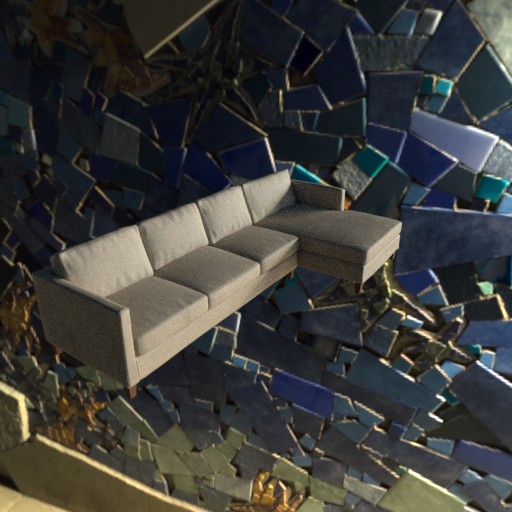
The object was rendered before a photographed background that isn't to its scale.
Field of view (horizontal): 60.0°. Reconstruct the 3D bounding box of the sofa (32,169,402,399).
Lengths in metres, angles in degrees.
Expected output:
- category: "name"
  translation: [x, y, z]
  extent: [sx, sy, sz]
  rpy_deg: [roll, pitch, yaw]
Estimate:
- category: "sofa"
  translation: [0.000, 0.000, 3.943]
  extent: [1.625, 0.846, 3.186]
  rpy_deg: [16, 29, 31]
